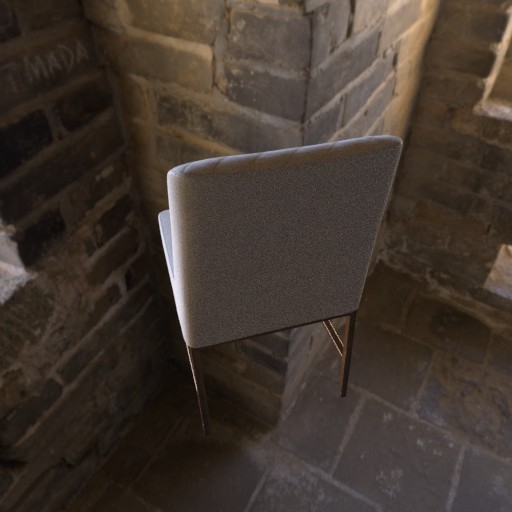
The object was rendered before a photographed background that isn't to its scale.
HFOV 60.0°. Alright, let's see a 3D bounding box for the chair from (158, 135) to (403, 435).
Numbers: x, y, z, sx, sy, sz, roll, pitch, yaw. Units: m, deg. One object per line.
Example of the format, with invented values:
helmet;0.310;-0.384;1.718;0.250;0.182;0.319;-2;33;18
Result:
chair;0.000;0.000;1.291;0.503;0.933;0.597;-11;42;-13
